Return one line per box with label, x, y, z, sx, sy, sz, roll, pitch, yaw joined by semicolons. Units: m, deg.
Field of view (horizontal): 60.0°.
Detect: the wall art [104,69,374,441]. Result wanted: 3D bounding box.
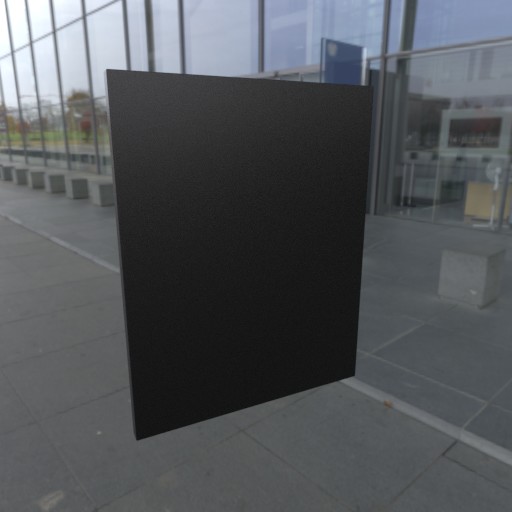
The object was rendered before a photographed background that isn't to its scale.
wall art;0.000;0.000;1.603;0.950;1.194;0.053;-8;17;-26
